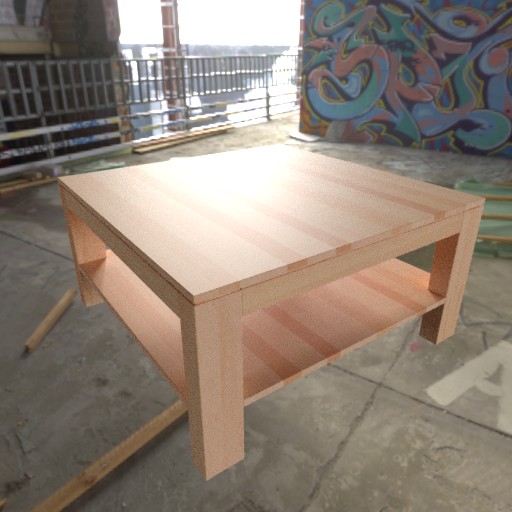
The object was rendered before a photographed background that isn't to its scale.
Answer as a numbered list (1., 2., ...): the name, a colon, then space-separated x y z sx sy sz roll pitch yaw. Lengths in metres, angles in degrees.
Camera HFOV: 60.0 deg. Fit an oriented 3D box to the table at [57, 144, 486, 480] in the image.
1. table: 0.000 0.000 1.401 0.900 0.450 0.900 -17 30 -32
